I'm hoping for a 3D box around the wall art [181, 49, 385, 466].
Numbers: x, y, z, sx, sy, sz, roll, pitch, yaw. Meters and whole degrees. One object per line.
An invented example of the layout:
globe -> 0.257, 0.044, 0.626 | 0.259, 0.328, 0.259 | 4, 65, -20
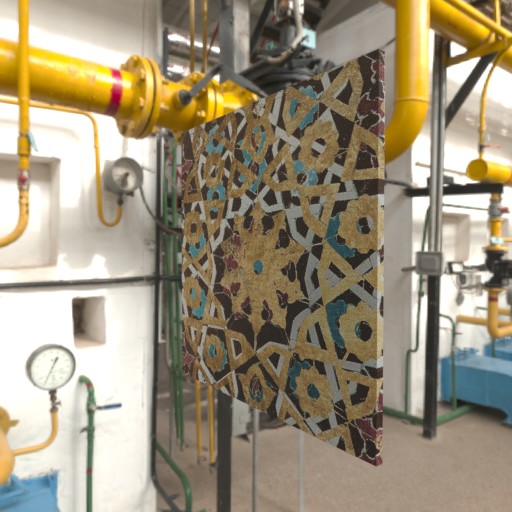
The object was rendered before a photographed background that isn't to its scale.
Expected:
wall art -> 0.000, 0.000, 0.594 | 0.010, 0.406, 0.404 | -1, 2, -37
